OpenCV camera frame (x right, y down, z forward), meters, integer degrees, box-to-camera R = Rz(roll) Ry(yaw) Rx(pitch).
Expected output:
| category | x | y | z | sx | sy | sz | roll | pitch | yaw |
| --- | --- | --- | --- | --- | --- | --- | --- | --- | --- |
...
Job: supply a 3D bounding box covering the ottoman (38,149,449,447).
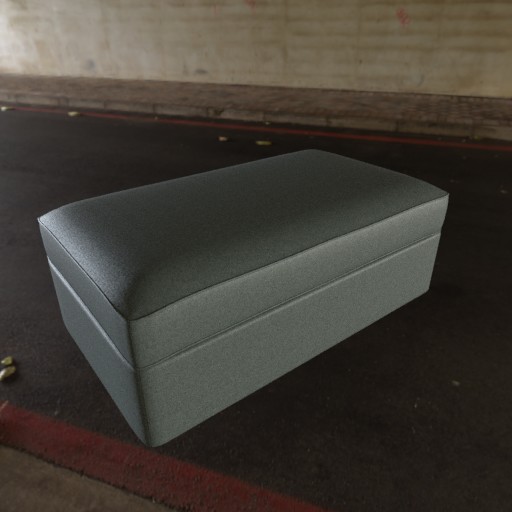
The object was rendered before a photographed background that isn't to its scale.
| category | x | y | z | sx | sy | sz | roll | pitch | yaw |
| --- | --- | --- | --- | --- | --- | --- | --- | --- | --- |
| ottoman | 0.000 | 0.000 | 1.503 | 1.173 | 0.494 | 0.681 | -20 | 35 | -33 |
